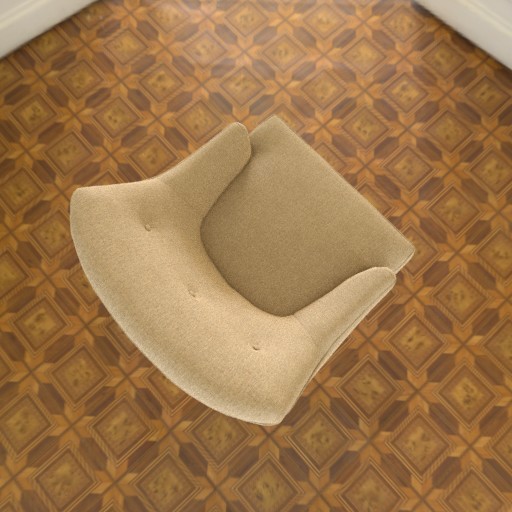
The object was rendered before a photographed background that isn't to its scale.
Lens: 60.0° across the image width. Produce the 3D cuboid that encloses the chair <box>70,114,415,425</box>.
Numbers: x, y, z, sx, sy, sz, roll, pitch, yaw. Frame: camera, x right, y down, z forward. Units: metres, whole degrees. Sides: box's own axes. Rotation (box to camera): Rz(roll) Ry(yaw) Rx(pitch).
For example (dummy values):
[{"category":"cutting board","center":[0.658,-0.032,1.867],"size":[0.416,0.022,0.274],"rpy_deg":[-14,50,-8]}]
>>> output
[{"category":"chair","center":[0.000,0.000,1.606],"size":[0.923,0.856,0.864],"rpy_deg":[-42,79,-10]}]
